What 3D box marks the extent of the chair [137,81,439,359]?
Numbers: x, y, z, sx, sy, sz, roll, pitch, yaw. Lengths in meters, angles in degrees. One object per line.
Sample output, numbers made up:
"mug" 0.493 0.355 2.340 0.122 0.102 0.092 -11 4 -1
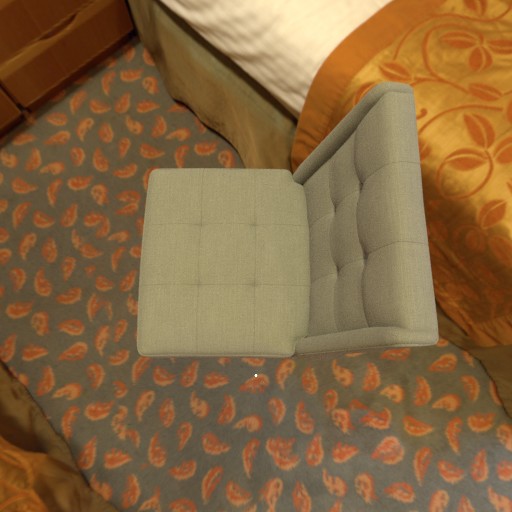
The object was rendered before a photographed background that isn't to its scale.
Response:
"chair" 0.000 0.000 1.273 0.676 0.853 0.569 0 75 0
